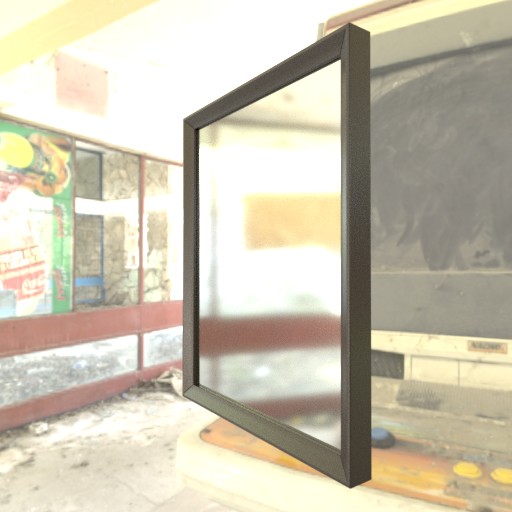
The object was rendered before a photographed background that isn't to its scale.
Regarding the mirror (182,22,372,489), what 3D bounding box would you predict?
[{"bbox_3d":[0.000,0.000,0.659,0.041,0.509,0.406,0,-1,-36],"label":"mirror"}]
